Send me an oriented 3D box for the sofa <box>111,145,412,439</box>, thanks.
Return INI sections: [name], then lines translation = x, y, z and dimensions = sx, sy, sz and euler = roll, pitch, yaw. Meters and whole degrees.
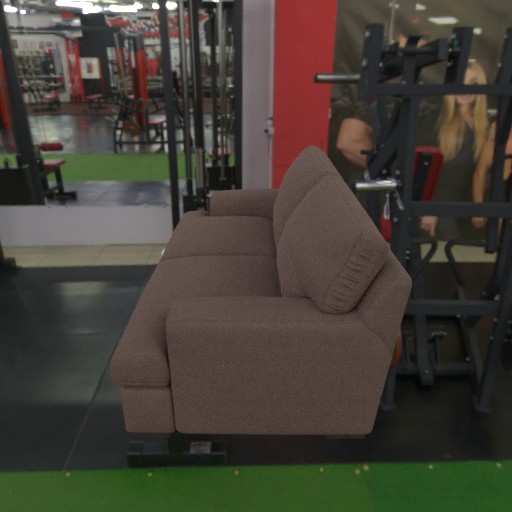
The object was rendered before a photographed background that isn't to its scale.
[sofa]
translation = 0.000, 0.000, 2.503
dimensions = 1.140, 0.950, 1.869
euler = 0, 24, 0
